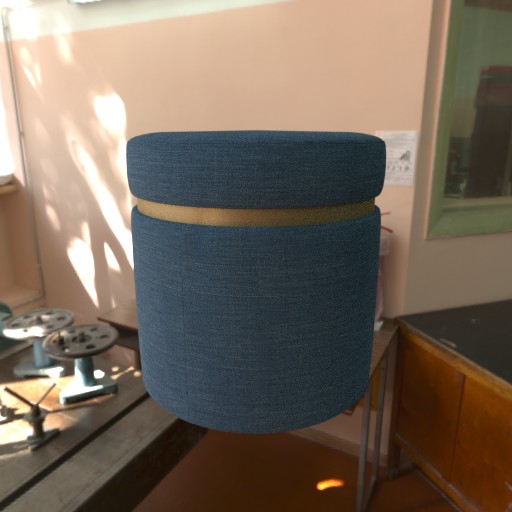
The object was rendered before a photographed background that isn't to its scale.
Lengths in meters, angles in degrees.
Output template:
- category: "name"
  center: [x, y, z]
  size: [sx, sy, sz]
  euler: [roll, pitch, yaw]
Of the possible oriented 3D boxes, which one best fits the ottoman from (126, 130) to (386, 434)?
- category: "ottoman"
  center: [0.000, 0.000, 0.743]
  size: [0.398, 0.406, 0.398]
  euler: [0, 15, 0]
